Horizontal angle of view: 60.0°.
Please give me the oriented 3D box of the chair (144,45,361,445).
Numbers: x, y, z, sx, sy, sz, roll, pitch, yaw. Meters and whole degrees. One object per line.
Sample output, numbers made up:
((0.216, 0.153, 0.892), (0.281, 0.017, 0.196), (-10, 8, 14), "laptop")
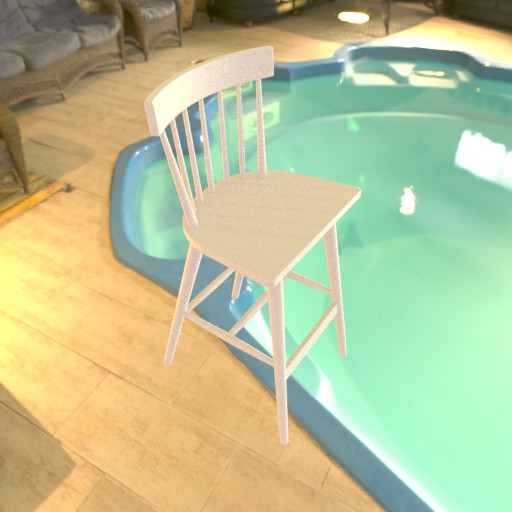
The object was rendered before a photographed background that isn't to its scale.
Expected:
((0.000, 0.000, 1.391), (0.572, 1.092, 0.483), (25, 47, 26), "chair")
